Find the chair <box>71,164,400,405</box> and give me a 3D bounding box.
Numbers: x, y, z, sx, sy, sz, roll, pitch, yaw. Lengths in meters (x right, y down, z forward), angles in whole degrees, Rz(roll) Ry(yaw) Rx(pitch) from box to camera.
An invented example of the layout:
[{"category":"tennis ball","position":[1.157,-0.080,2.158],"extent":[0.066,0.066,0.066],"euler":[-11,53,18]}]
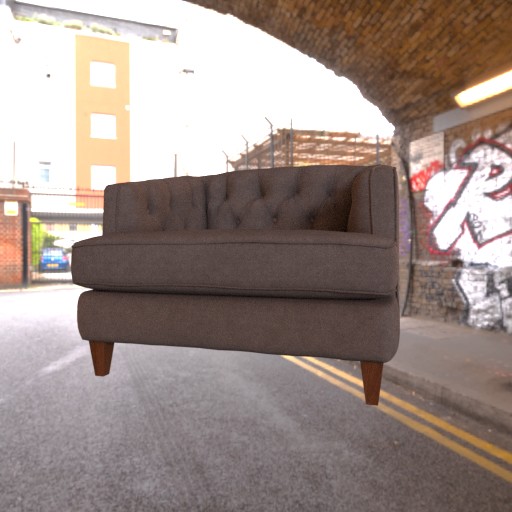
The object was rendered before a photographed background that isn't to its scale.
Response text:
[{"category":"chair","position":[0.000,0.000,1.780],"extent":[1.104,0.852,0.941],"euler":[0,1,18]}]
